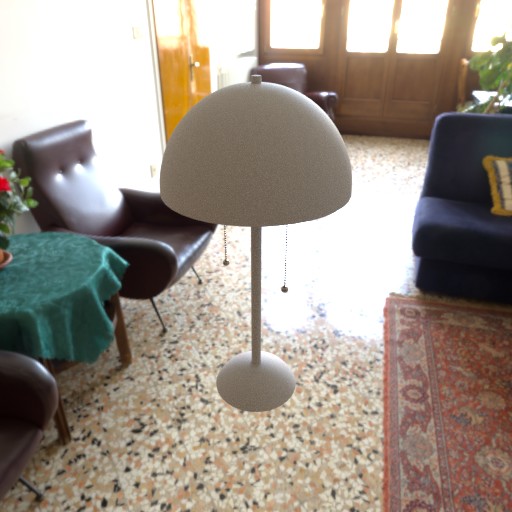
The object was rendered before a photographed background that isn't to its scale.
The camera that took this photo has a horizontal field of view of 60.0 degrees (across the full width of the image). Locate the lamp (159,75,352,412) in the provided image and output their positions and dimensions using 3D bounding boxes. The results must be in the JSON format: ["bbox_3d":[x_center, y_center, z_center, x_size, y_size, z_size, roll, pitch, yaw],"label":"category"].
[{"bbox_3d":[0.000,0.000,0.435,0.171,0.330,0.171,0,29,0],"label":"lamp"}]
